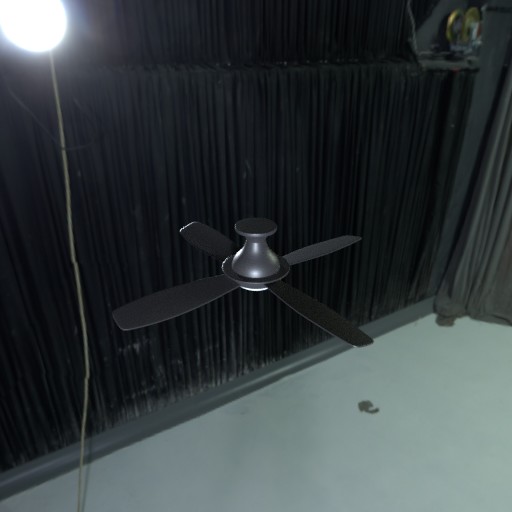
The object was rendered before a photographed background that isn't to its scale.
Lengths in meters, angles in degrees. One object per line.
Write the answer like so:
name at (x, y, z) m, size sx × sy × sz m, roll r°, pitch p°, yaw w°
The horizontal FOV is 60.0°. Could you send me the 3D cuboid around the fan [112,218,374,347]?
fan at (0.000, 0.000, 2.560) m, size 1.694 × 0.382 × 1.694 m, roll -18°, pitch 32°, yaw -32°
